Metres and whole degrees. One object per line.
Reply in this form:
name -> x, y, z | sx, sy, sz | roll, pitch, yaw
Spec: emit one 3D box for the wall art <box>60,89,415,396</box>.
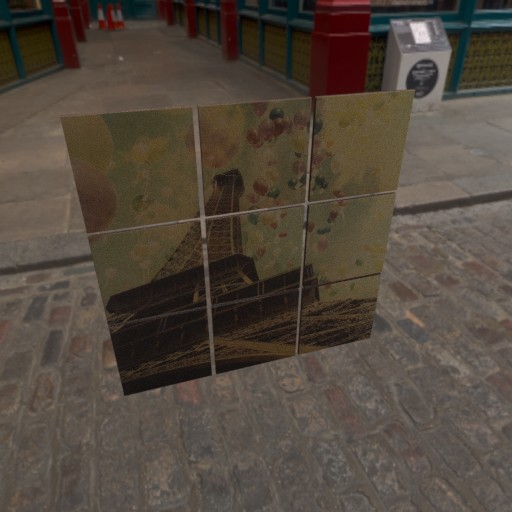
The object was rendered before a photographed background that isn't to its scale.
wall art -> 0.000, 0.000, 1.844 | 1.256, 1.246, 0.017 | -10, 33, -15
